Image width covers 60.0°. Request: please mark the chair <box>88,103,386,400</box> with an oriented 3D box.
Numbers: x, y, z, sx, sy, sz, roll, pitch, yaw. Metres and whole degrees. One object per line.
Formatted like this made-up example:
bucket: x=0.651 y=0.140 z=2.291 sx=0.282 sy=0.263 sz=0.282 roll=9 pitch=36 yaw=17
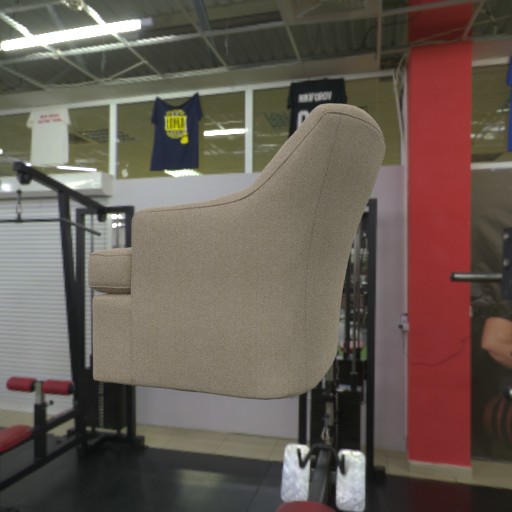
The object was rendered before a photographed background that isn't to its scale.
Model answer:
chair: x=0.000 y=0.000 z=1.638 sx=0.923 sy=0.856 sz=0.864 roll=0 pitch=-1 yaw=17
